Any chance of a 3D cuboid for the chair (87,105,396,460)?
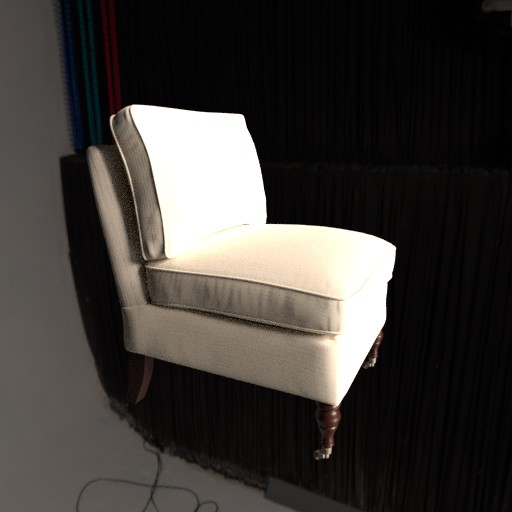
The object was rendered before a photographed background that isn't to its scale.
[{"bbox_3d":[0.000,0.000,1.401,0.781,0.887,0.630,7,17,26],"label":"chair"}]
